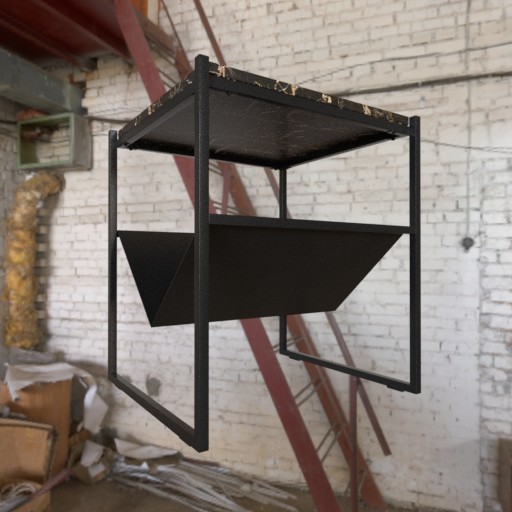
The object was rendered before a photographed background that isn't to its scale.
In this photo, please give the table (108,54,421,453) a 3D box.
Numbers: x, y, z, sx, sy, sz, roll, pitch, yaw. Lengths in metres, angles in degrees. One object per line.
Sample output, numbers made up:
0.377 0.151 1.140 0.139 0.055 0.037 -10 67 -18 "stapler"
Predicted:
0.000 0.000 0.894 0.469 0.534 0.432 0 0 -34 "table"
